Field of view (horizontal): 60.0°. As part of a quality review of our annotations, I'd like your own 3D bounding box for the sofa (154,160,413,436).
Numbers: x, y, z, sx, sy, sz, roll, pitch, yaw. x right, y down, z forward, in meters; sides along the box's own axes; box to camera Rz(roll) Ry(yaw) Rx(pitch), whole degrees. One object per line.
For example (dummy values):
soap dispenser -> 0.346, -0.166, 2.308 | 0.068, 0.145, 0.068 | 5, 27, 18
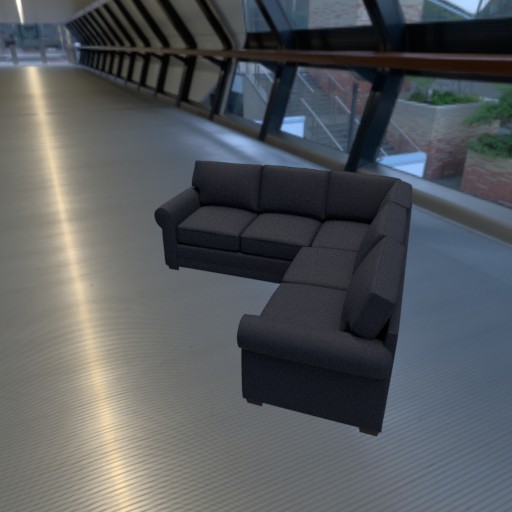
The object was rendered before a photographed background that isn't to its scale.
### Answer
sofa -> 0.000, 0.000, 3.914 | 2.487, 1.042, 2.562 | 9, 28, 17
